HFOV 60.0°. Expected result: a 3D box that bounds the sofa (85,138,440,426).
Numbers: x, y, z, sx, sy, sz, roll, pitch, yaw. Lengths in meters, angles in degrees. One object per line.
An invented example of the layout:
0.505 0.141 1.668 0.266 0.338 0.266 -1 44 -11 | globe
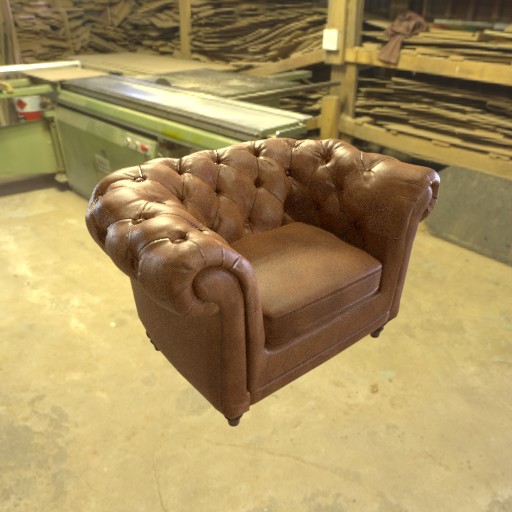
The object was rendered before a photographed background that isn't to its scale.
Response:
0.000 0.000 2.079 1.405 0.878 1.033 -21 35 -33 | sofa
